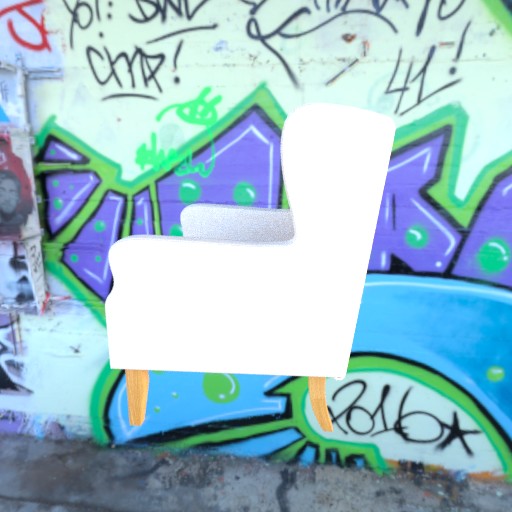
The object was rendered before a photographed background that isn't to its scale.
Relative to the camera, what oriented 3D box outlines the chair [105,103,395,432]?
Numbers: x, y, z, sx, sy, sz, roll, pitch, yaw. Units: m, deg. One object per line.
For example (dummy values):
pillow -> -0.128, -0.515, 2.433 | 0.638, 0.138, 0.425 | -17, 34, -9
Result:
chair -> 0.000, 0.000, 1.500 | 0.760, 0.930, 0.710 | 2, 15, 8
